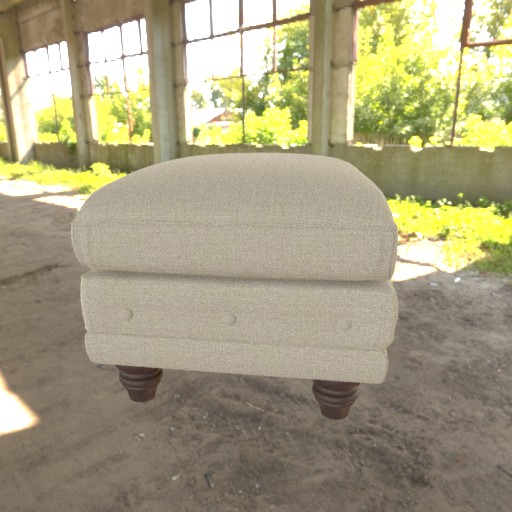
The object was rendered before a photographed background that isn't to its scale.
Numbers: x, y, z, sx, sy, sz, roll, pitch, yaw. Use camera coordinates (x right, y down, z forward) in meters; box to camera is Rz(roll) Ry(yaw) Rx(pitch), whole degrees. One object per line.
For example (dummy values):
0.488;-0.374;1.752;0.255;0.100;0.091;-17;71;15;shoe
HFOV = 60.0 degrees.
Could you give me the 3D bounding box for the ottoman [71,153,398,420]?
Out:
0.000;0.000;1.033;0.541;0.463;0.684;2;16;8;ottoman
